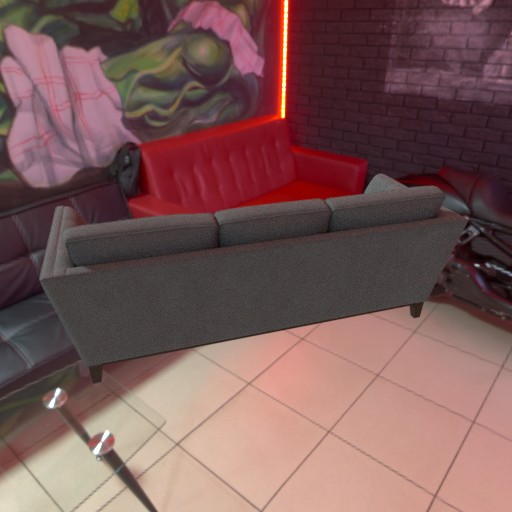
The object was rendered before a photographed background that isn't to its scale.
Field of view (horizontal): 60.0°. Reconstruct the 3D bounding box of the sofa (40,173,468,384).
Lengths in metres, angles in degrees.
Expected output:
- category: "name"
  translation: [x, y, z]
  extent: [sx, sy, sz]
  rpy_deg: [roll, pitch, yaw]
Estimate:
- category: "sofa"
  translation: [0.000, 0.000, 2.890]
  extent: [2.387, 0.940, 0.965]
  rpy_deg: [-8, 29, -15]
